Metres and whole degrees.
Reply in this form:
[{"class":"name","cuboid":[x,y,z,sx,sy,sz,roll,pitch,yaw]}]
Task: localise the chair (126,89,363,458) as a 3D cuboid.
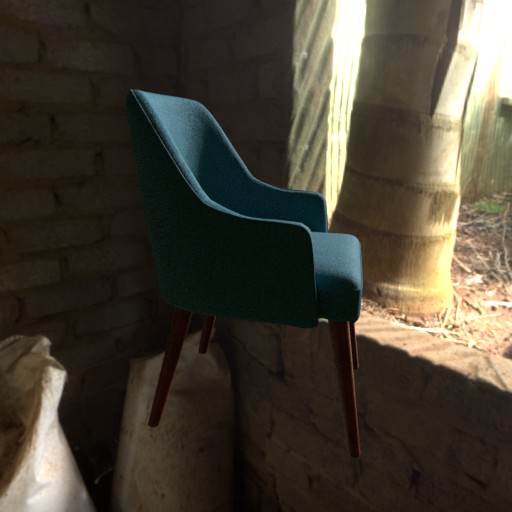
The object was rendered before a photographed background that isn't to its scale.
[{"class":"chair","cuboid":[0.000,0.000,1.213,0.605,0.849,0.548,3,16,12]}]
